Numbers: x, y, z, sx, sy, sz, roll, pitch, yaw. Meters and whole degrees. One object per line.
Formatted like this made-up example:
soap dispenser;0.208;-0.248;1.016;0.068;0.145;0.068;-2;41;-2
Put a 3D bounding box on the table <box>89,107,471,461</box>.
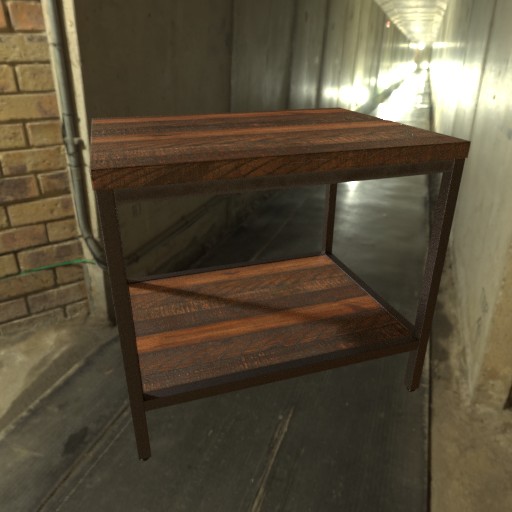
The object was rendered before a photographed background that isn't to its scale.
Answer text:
table;0.000;0.000;1.091;0.678;0.612;0.524;-8;27;-16
